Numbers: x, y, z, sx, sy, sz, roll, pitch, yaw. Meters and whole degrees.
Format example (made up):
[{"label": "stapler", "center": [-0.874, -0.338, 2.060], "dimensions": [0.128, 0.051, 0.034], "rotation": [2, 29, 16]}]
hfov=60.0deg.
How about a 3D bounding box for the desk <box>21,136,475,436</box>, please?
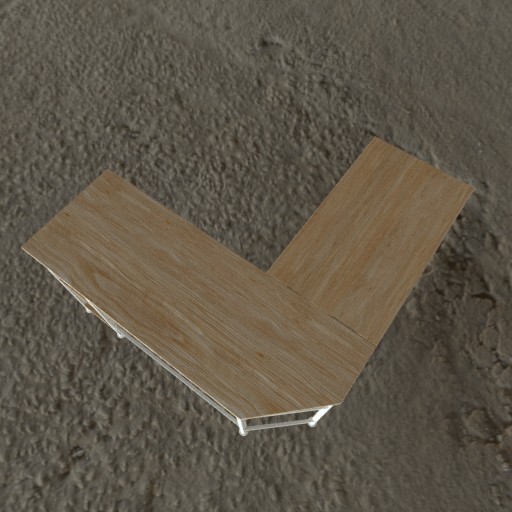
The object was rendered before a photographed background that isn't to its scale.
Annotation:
[{"label": "desk", "center": [0.000, 0.000, 2.213], "dimensions": [1.379, 0.739, 1.379], "rotation": [33, 68, 16]}]
